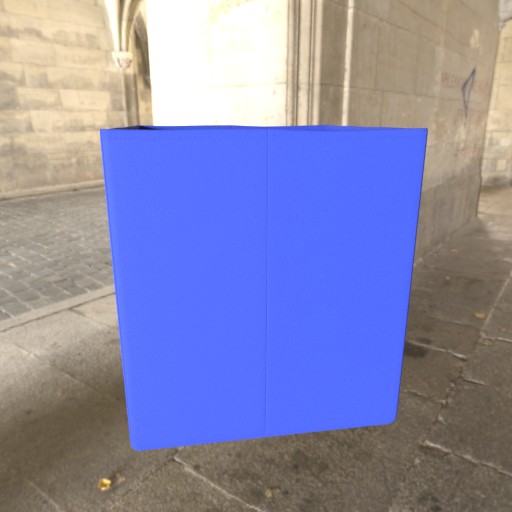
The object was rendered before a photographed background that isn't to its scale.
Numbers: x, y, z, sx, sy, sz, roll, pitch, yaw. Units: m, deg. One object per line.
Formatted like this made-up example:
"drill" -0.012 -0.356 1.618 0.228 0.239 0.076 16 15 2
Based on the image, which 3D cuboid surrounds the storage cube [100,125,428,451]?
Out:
"storage cube" 0.000 0.000 0.499 0.270 0.280 0.270 -3 17 -9
